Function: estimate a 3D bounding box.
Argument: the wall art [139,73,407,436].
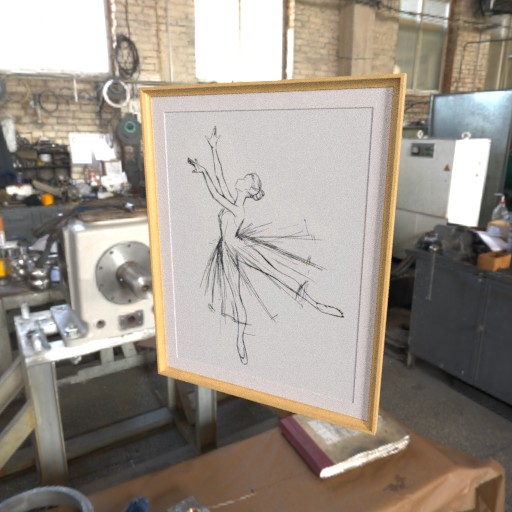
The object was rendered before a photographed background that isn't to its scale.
[{"bbox_3d":[0.000,0.000,1.362,0.798,1.002,0.030,8,17,25],"label":"wall art"}]
